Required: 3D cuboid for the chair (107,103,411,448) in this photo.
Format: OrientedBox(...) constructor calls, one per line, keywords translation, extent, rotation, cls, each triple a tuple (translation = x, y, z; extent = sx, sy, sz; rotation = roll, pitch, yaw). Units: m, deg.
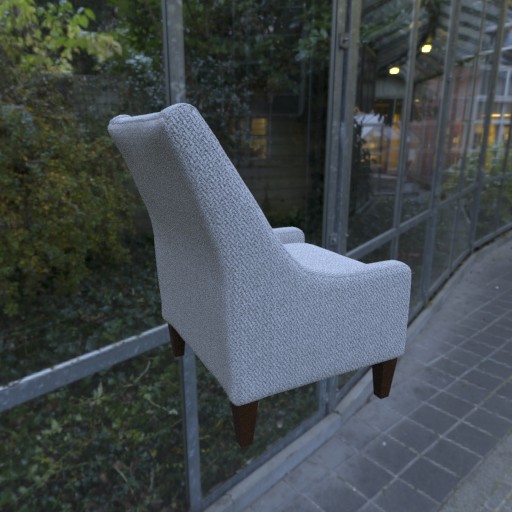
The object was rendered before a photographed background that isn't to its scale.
OrientedBox(translation=(0.000, 0.000, 1.652), extent=(0.870, 1.014, 0.774), rotation=(-8, 17, -27), cls="chair")
